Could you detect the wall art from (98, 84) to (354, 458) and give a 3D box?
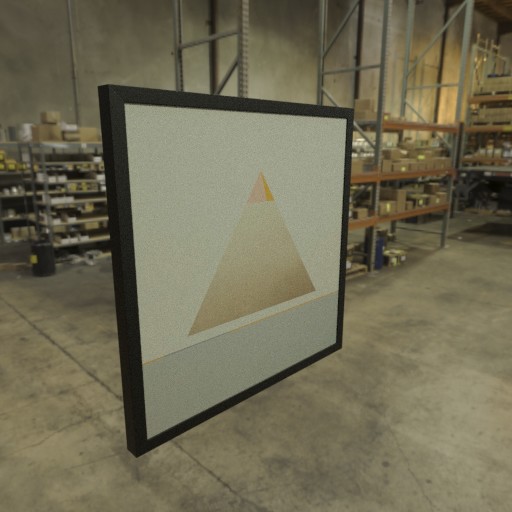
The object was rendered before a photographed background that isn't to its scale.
[{"bbox_3d":[0.000,0.000,1.148,0.769,0.766,0.042,-13,19,-43],"label":"wall art"}]
